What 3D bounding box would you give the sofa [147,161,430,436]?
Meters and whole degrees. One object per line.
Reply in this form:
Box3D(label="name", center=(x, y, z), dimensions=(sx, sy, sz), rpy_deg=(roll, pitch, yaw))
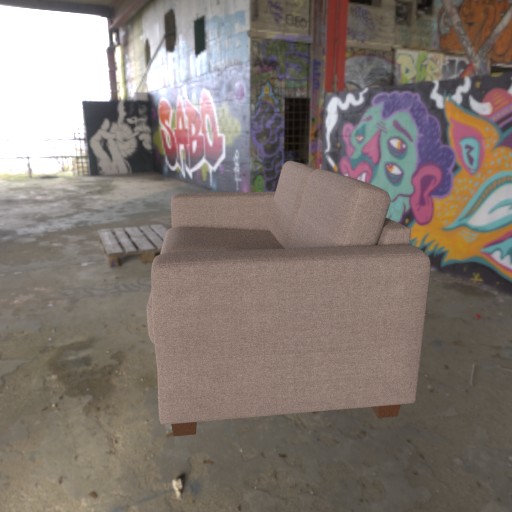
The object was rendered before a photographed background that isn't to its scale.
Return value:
Box3D(label="sofa", center=(0.000, 0.000, 2.064), dimensions=(0.900, 0.800, 1.520), rpy_deg=(-2, 16, -8))
